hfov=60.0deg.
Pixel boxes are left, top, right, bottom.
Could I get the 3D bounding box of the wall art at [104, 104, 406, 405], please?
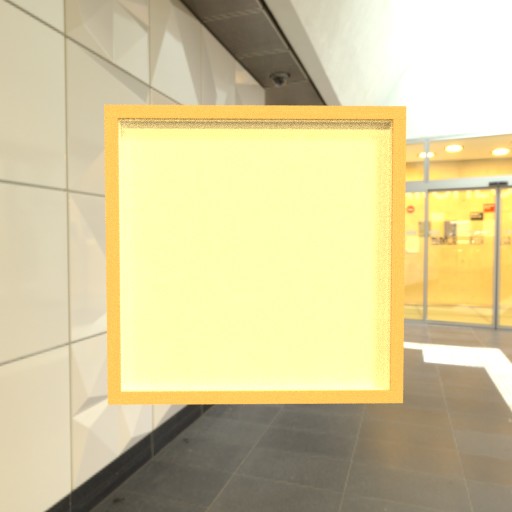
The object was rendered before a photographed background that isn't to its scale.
[{"bbox_3d":[0.000,0.000,1.371,0.914,0.914,0.038,0,2,-1],"label":"wall art"}]
